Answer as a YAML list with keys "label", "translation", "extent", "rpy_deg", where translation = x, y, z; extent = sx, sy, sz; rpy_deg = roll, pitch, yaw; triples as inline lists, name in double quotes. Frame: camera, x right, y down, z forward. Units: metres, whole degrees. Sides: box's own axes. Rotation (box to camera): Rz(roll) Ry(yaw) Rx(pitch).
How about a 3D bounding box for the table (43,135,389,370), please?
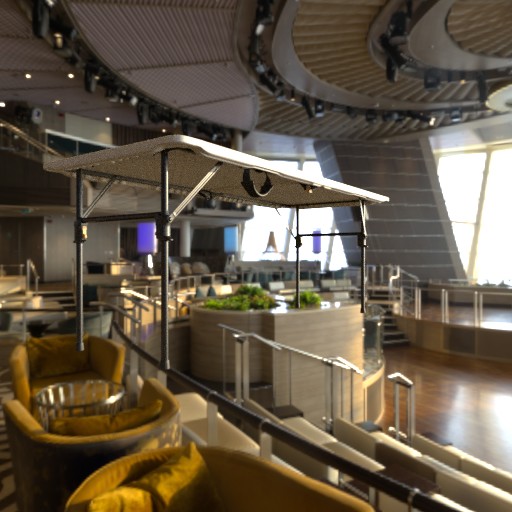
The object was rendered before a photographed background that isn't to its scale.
- label: "table"
  translation: [0.000, 0.000, 2.234]
  extent: [0.761, 0.719, 1.829]
  rpy_deg: [0, 0, 35]
